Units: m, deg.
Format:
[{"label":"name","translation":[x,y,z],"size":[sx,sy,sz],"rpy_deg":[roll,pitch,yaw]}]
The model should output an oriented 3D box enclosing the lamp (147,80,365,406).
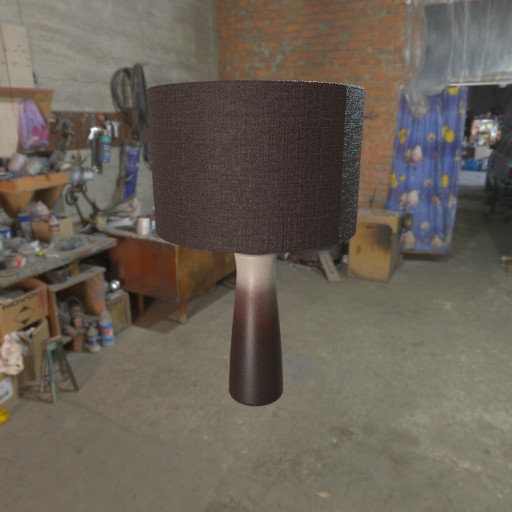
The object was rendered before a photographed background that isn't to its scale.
[{"label":"lamp","translation":[0.000,0.000,0.699],"size":[0.303,0.488,0.303],"rpy_deg":[0,16,0]}]
